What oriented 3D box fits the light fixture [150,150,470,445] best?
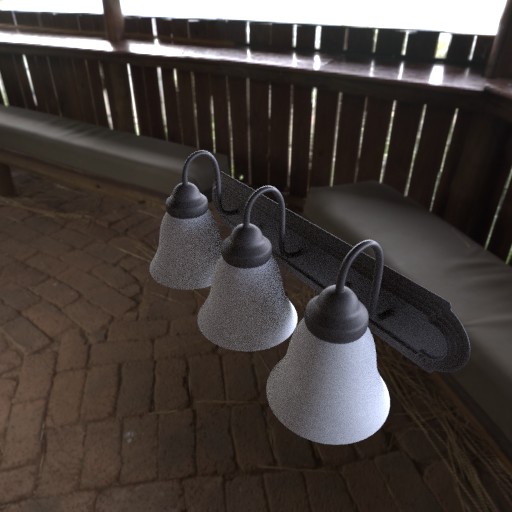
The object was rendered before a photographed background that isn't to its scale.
[{"bbox_3d":[0.000,0.000,0.684,0.199,0.222,0.610,-20,37,-29],"label":"light fixture"}]
